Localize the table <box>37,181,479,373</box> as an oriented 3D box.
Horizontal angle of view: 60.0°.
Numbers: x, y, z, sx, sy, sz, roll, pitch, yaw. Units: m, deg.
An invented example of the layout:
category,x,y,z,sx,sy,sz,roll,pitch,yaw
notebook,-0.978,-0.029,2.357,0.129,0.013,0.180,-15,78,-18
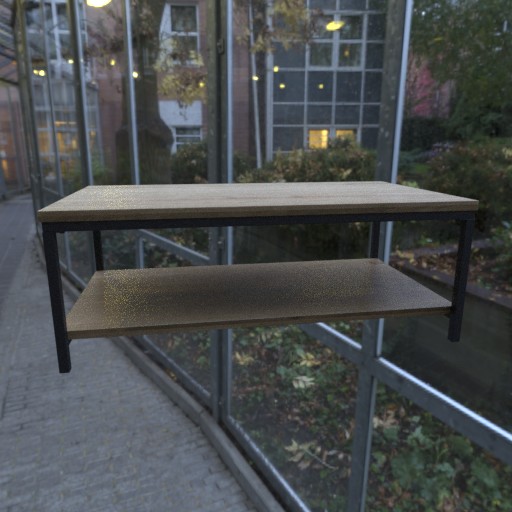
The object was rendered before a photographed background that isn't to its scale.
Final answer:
category,x,y,z,sx,sy,sz,roll,pitch,yaw
table,0.000,0.000,1.372,1.062,0.393,0.574,-2,15,-9
